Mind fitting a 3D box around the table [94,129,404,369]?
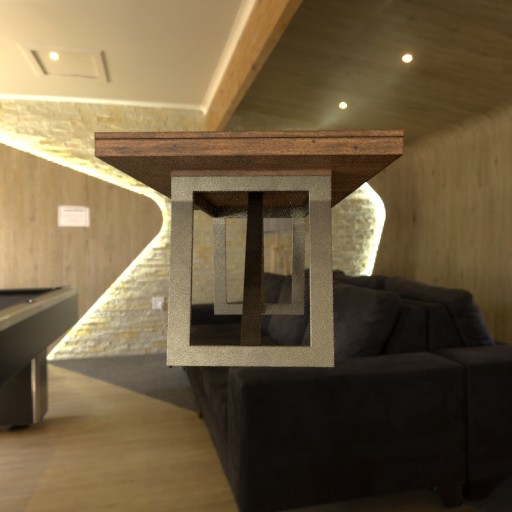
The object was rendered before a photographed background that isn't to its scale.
[{"bbox_3d":[0.000,0.000,2.153,0.931,0.757,1.641,0,0,2],"label":"table"}]
